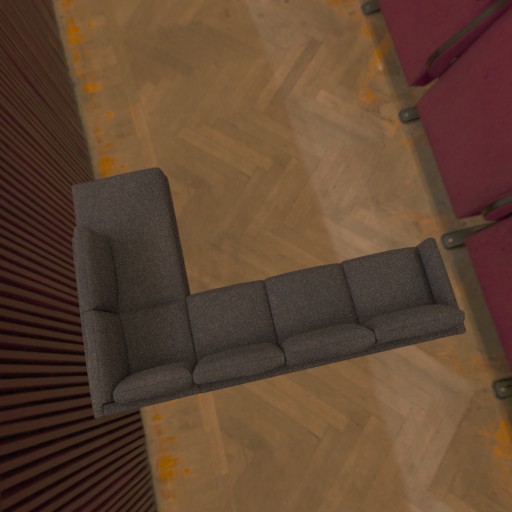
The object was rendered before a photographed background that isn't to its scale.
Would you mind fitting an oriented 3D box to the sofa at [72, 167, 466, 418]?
[{"bbox_3d":[0.000,0.000,3.771,2.949,0.815,2.007,-12,76,-3],"label":"sofa"}]
